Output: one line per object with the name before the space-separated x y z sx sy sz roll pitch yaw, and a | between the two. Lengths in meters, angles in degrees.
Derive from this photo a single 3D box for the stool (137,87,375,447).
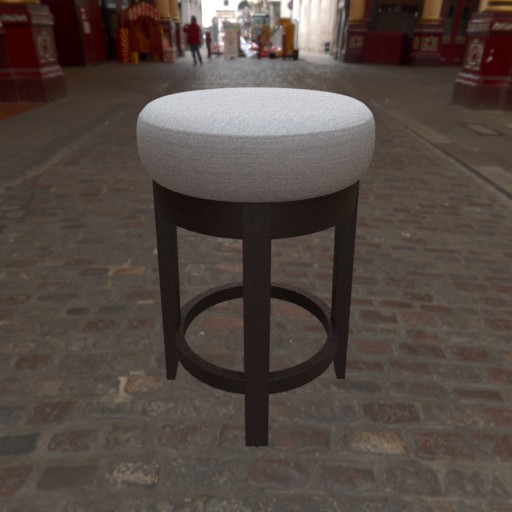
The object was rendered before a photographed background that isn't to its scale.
stool | 0.000 0.000 0.966 0.443 0.672 0.443 0 27 0
